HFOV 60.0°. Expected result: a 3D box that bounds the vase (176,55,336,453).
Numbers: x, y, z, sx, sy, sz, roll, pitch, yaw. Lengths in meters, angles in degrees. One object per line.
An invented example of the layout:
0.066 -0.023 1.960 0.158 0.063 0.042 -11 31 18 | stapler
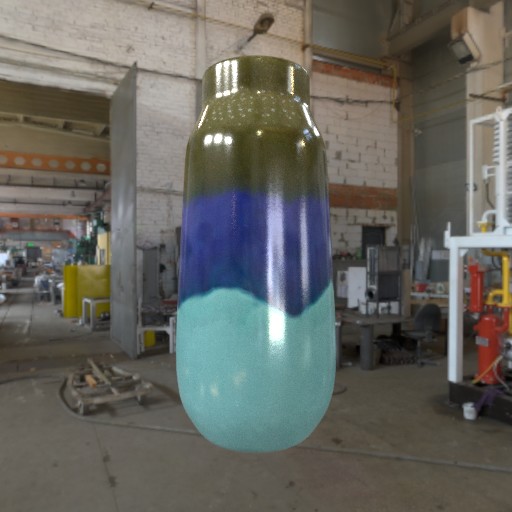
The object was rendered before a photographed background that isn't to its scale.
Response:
0.000 0.000 0.389 0.139 0.313 0.139 0 1 0 | vase
